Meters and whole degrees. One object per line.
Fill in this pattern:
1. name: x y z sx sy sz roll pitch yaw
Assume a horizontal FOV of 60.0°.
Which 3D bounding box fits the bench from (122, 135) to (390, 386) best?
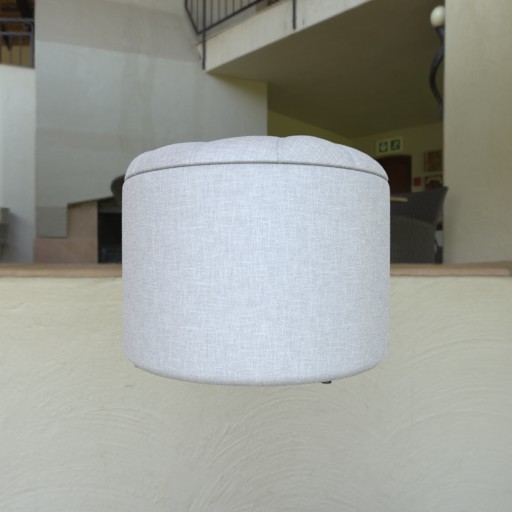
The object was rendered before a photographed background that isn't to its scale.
1. bench: 0.000 0.000 1.038 0.600 0.453 0.600 0 1 0
